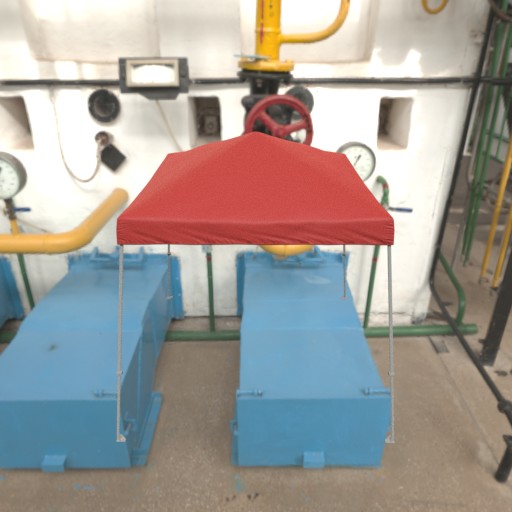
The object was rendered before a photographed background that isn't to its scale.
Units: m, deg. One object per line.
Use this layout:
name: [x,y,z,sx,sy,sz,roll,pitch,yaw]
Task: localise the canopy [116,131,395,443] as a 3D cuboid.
canopy: [0.000,0.000,6.552,3.599,3.600,3.600,0,26,0]
